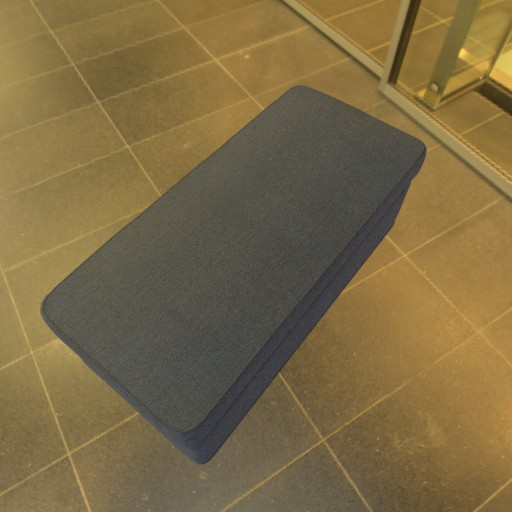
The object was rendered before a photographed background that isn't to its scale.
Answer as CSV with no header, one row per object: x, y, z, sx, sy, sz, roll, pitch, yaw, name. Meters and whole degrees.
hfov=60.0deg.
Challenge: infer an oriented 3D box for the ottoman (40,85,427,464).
0.000,0.000,1.373,0.515,0.460,1.110,34,63,20,ottoman
